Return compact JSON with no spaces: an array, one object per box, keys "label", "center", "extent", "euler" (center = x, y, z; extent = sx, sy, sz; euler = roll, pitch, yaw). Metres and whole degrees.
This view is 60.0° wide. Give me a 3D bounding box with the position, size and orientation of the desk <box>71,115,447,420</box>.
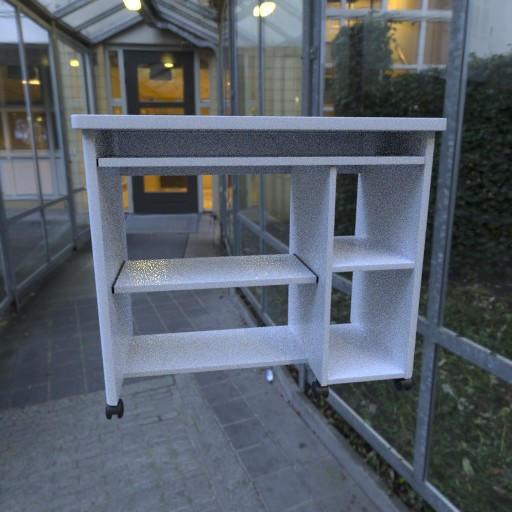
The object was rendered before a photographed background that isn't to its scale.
[{"label":"desk","center":[0.000,0.000,1.312],"extent":[0.877,0.763,0.475],"euler":[-2,14,-9]}]
